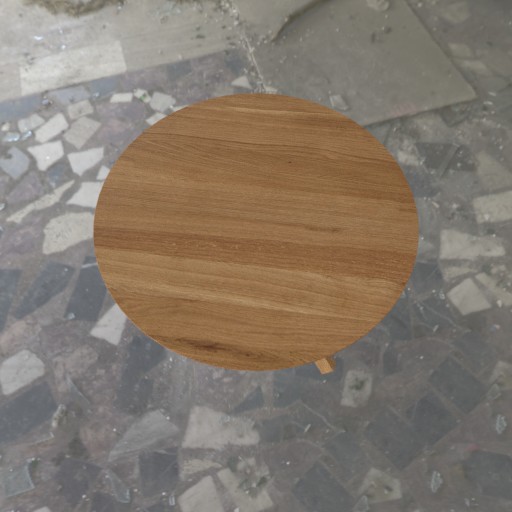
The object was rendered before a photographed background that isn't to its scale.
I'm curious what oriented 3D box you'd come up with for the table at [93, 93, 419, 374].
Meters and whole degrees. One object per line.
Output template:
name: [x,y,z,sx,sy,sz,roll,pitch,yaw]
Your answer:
table: [0.000,0.000,1.727,1.038,0.666,1.038,0,63,0]
